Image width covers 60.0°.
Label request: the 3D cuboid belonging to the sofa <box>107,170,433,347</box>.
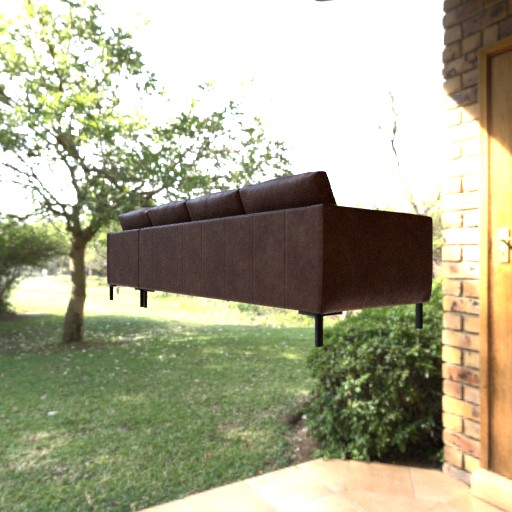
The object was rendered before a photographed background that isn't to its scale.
[{"bbox_3d":[0.000,0.000,3.611,1.471,0.859,2.993,0,0,-37],"label":"sofa"}]
